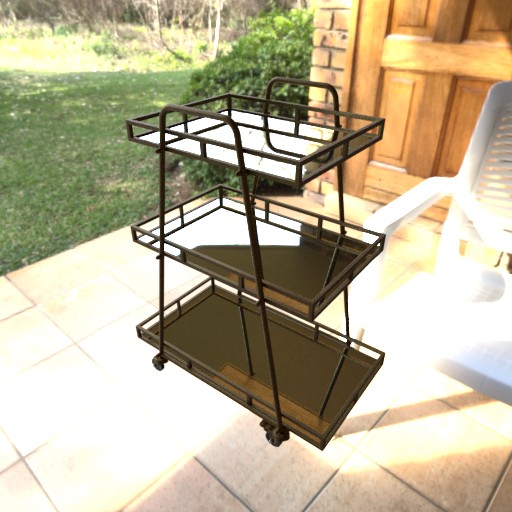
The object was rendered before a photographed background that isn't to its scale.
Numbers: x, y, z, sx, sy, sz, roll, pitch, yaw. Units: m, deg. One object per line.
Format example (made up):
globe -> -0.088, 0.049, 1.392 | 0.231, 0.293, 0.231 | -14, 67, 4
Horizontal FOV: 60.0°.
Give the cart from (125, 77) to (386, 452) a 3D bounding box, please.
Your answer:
cart -> 0.000, 0.000, 1.251 | 0.711, 0.883, 0.441 | 22, 38, 31
